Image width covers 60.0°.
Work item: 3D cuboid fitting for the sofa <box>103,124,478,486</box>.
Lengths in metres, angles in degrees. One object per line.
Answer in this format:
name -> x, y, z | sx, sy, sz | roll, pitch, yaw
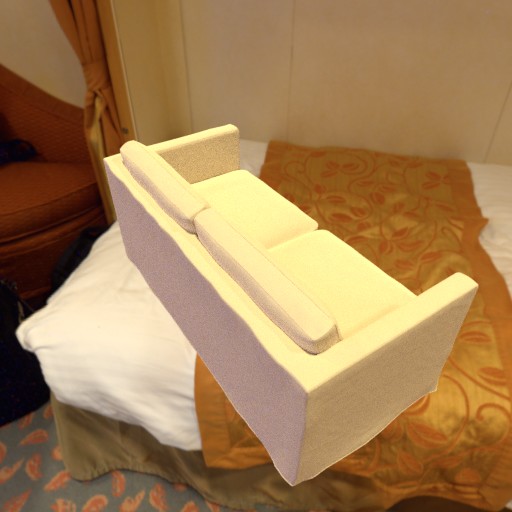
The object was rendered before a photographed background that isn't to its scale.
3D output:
sofa -> 0.000, 0.000, 2.432 | 0.940, 0.870, 1.987 | -23, 45, -26
